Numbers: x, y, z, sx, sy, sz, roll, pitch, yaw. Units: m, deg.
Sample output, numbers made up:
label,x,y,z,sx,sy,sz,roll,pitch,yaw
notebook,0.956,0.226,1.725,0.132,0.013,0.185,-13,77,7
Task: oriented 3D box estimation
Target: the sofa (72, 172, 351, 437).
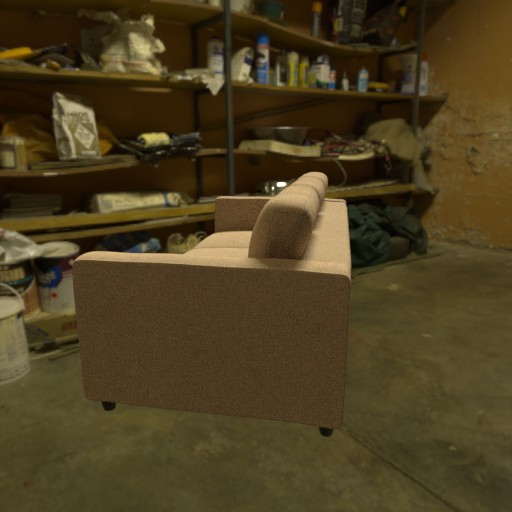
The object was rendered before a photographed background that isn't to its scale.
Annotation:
label,x,y,z,sx,sy,sz,roll,pitch,yaw
sofa,0.000,0.000,2.313,0.930,0.800,1.855,3,14,10
